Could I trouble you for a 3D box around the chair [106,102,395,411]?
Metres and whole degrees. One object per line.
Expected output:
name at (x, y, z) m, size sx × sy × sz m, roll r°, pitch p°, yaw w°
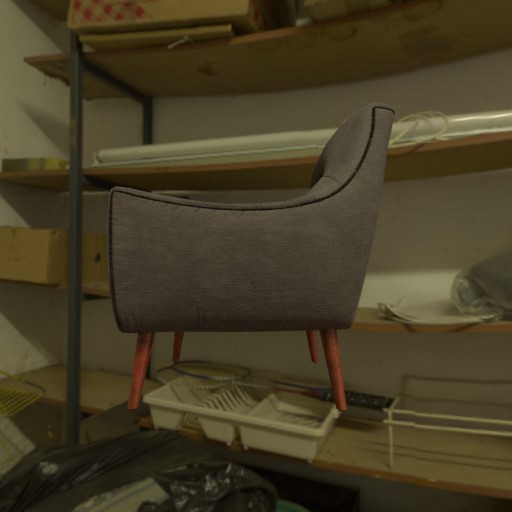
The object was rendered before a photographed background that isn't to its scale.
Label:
chair at (0.000, 0.000, 1.487) m, size 0.787 × 0.838 × 0.762 m, roll 0°, pitch -1°, yaw 1°
